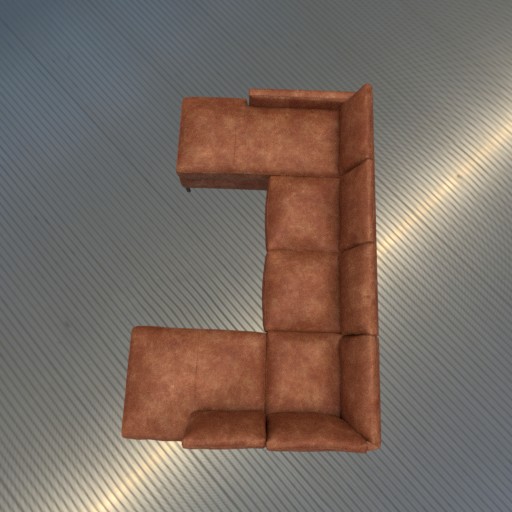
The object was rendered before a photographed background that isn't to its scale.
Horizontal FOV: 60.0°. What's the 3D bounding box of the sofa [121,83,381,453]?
[{"bbox_3d":[0.000,0.000,3.731,1.939,0.900,2.956,2,77,1],"label":"sofa"}]
